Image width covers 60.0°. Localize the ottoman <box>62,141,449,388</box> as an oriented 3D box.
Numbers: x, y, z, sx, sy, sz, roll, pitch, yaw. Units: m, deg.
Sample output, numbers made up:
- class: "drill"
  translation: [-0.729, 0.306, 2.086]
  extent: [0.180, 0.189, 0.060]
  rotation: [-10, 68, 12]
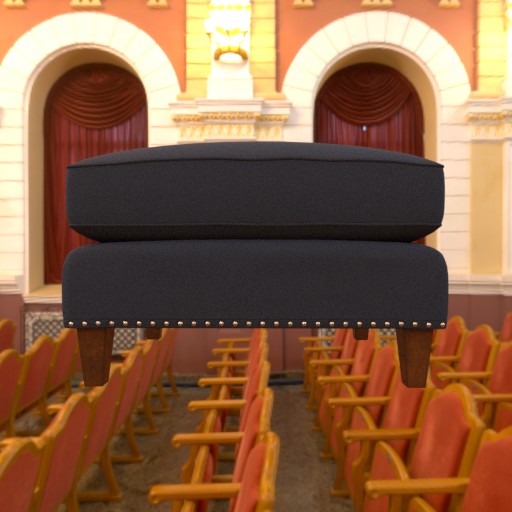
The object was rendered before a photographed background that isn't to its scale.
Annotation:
- class: "ottoman"
  translation: [0.000, 0.000, 1.124]
  extent: [0.741, 0.513, 0.584]
  rotation: [0, 0, 1]
